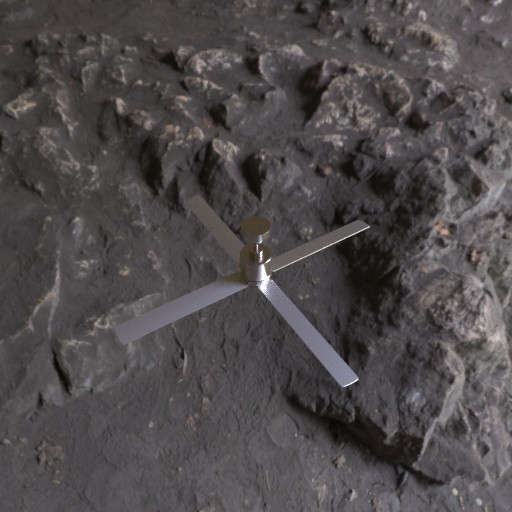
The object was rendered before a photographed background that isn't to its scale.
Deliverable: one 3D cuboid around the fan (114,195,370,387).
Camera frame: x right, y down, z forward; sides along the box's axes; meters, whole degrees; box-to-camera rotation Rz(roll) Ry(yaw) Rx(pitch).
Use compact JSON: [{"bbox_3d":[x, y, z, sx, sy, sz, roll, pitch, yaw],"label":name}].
[{"bbox_3d":[0.000,0.000,1.956,1.322,0.355,1.322,-24,50,-22],"label":"fan"}]
